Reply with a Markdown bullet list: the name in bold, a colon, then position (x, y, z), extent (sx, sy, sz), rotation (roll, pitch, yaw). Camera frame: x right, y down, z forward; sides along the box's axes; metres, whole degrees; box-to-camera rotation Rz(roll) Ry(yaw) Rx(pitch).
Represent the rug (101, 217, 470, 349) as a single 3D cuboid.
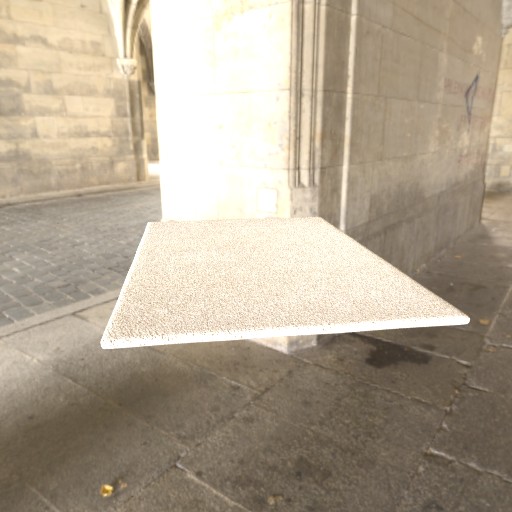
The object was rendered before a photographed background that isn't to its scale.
- **rug**: position (0.000, 0.000, 2.266), extent (1.219, 0.030, 1.778), rotation (-2, 16, -8)
